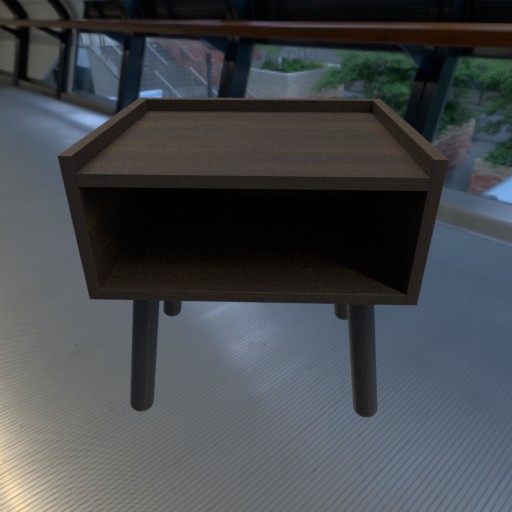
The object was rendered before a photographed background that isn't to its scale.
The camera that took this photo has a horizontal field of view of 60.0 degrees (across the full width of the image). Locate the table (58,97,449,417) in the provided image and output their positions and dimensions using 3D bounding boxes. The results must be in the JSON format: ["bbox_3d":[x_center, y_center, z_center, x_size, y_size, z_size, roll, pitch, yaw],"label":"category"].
[{"bbox_3d":[0.000,0.000,0.786,0.450,0.470,0.370,1,30,2],"label":"table"}]
